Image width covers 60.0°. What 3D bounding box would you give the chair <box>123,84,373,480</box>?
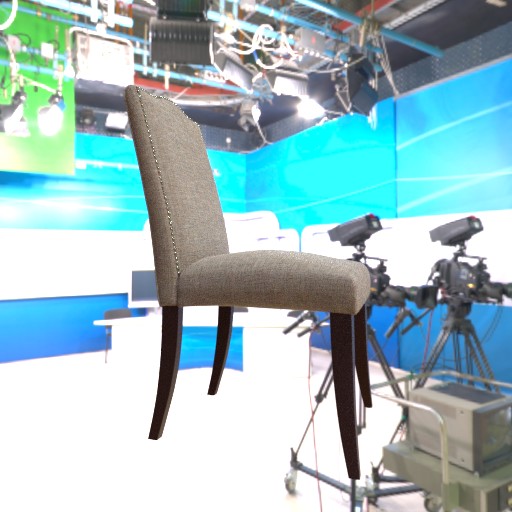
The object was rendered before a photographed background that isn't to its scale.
[{"bbox_3d":[0.000,0.000,1.344,0.660,1.016,0.513,0,1,18],"label":"chair"}]
